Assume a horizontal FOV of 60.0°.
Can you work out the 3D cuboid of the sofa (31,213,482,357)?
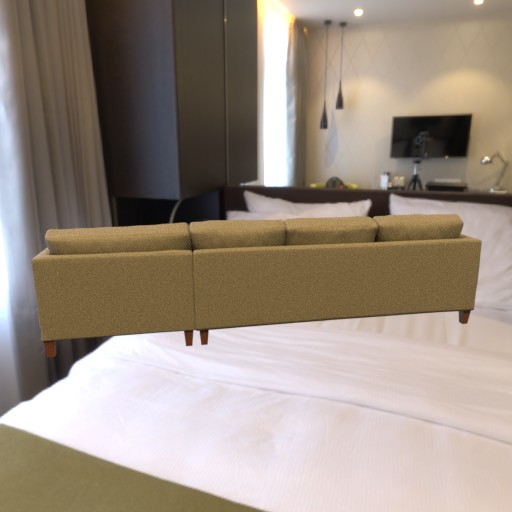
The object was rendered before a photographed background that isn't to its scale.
[{"bbox_3d":[0.000,0.000,3.877,3.186,0.861,1.625,-3,15,-10],"label":"sofa"}]
